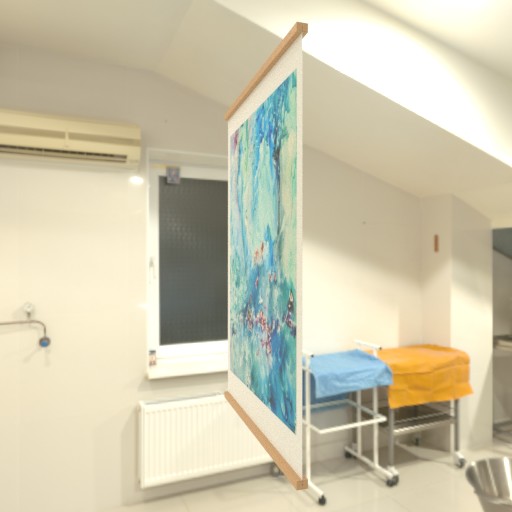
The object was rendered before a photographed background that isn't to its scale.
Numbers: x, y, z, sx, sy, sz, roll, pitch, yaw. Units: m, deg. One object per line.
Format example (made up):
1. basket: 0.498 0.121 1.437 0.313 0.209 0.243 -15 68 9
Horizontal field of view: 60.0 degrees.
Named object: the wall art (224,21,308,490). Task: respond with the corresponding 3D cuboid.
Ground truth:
1. wall art: 0.000 0.000 0.644 0.013 0.510 0.335 0 0 -18
